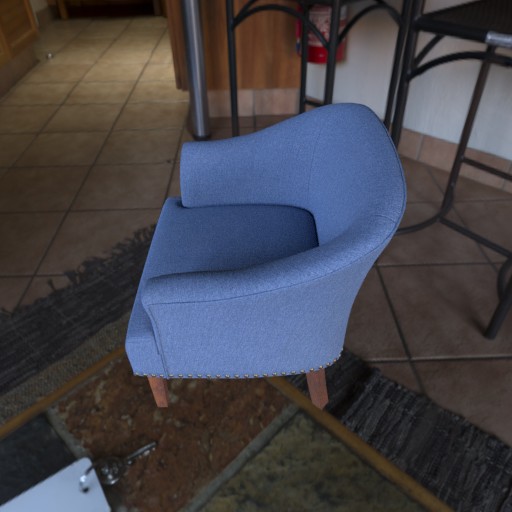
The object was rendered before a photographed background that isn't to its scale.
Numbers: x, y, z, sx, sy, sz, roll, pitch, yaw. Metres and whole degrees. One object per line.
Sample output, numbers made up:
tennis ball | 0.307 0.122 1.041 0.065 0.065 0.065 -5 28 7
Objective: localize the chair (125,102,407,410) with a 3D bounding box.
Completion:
chair | 0.000 0.000 1.412 0.704 0.815 0.798 0 41 0
